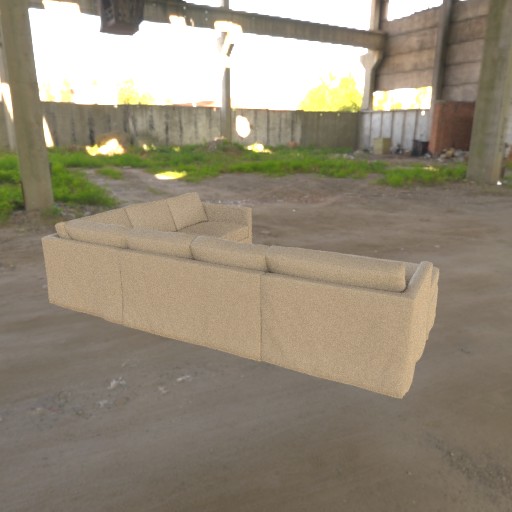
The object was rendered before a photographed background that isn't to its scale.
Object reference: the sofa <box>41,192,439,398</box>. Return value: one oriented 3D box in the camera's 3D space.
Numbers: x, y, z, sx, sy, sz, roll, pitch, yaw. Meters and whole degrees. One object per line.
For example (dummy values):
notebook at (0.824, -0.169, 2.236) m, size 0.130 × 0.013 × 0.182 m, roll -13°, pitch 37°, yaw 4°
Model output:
sofa at (0.000, 0.000, 4.594) m, size 3.528 × 0.878 × 2.476 m, roll 8°, pitch 18°, yaw 27°
